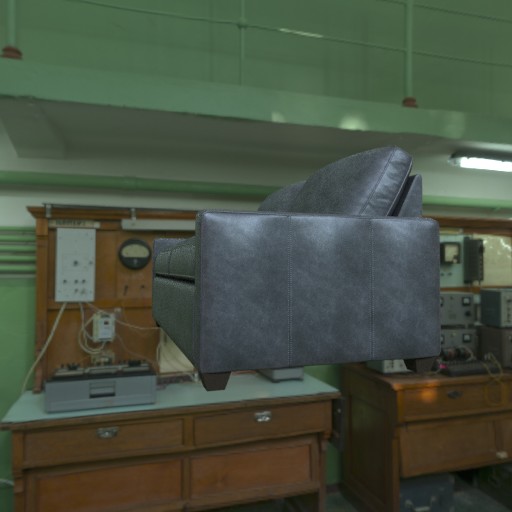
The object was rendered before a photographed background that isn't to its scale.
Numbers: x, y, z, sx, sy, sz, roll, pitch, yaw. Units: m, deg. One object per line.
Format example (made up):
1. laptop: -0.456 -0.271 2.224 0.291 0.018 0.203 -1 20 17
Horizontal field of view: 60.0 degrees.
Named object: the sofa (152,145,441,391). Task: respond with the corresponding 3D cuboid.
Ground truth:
1. sofa: 0.000 0.000 2.356 0.939 0.916 1.732 0 -1 -18
